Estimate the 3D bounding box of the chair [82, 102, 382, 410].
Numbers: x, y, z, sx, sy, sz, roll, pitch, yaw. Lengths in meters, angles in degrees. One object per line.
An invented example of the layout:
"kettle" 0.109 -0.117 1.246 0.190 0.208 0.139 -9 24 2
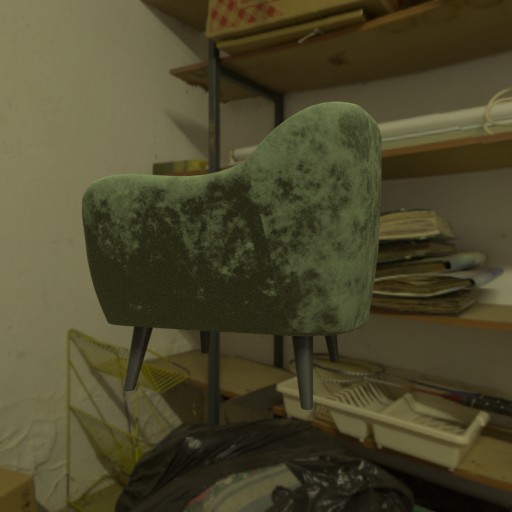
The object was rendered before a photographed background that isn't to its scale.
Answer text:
"chair" 0.000 0.000 1.498 0.819 0.804 0.840 0 0 18
